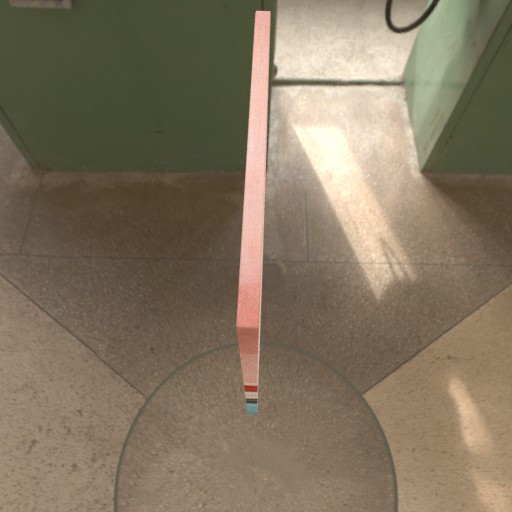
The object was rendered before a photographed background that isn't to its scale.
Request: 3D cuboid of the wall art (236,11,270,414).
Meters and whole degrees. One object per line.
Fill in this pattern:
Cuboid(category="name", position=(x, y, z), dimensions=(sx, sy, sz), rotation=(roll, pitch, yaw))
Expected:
Cuboid(category="wall art", position=(0.000, 0.000, 1.311), dimensions=(0.039, 1.016, 0.761), rotation=(2, 63, 1))
